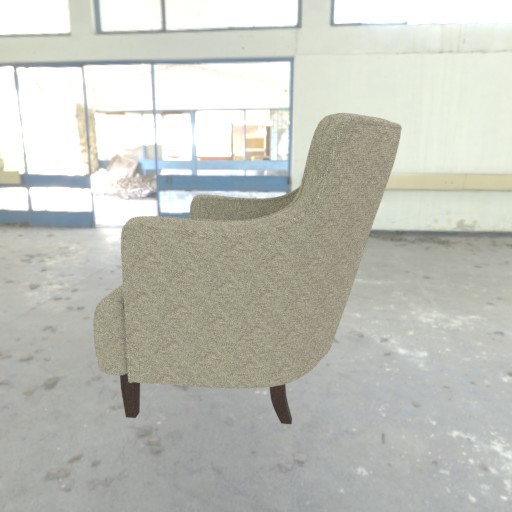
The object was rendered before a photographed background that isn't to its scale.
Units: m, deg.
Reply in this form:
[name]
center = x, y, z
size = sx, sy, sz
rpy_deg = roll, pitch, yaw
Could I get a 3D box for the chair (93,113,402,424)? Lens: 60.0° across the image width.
[chair]
center = 0.000, 0.000, 1.611
size = 0.910, 0.920, 0.820
rpy_deg = 2, 13, 8
